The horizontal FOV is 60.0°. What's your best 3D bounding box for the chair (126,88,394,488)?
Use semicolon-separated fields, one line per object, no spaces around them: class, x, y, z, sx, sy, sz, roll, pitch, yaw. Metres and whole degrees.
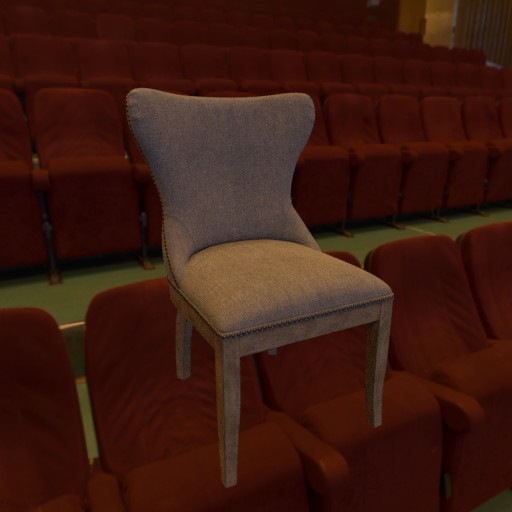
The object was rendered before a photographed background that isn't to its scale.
chair;0.000;0.000;1.403;0.654;1.002;0.681;-9;19;-27
